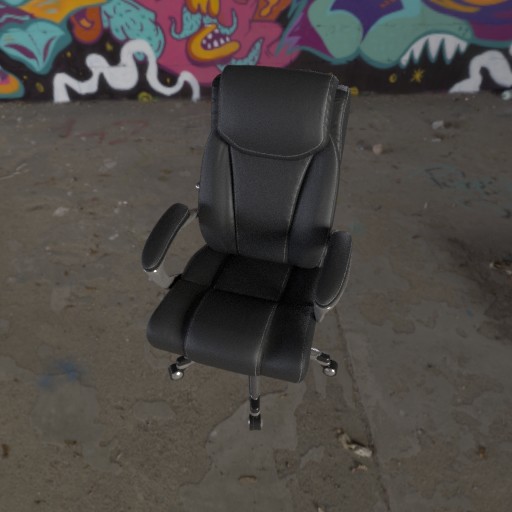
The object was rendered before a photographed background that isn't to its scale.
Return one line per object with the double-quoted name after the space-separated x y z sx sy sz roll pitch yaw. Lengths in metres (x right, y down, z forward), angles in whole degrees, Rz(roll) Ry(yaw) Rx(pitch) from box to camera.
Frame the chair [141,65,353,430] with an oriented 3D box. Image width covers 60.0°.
0.000 0.000 1.653 0.741 1.167 0.784 11 41 12 "chair"
